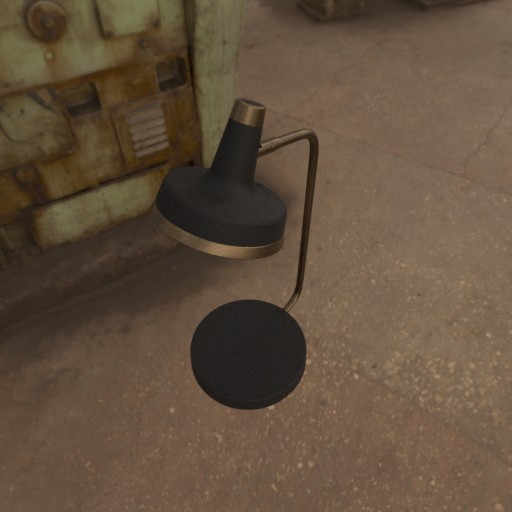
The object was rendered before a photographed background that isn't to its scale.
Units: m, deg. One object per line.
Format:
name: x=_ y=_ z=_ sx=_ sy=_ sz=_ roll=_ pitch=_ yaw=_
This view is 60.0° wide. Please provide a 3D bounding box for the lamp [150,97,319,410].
lamp: x=0.000 y=0.000 z=0.492 sx=0.162 sy=0.385 sz=0.218 roll=31 pitch=55 yaw=25
